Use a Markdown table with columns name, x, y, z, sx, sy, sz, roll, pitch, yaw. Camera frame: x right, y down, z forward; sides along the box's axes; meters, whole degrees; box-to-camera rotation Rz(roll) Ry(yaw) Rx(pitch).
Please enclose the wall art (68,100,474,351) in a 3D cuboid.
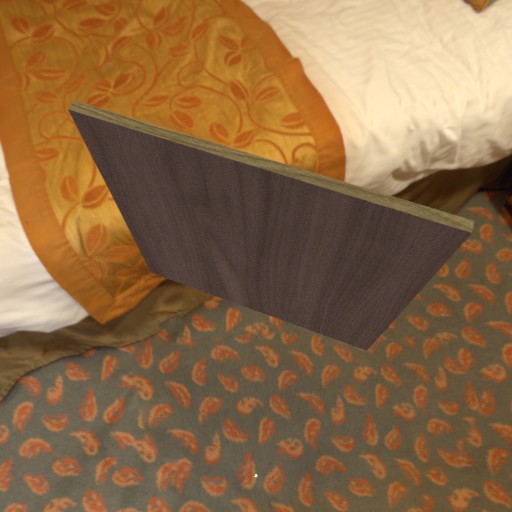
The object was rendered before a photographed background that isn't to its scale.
| name | x | y | z | sx | sy | sz | roll | pitch | yaw |
| --- | --- | --- | --- | --- | --- | --- | --- | --- | --- |
| wall art | 0.000 | 0.000 | 0.752 | 0.508 | 0.507 | 0.016 | 19 | 65 | 9 |
